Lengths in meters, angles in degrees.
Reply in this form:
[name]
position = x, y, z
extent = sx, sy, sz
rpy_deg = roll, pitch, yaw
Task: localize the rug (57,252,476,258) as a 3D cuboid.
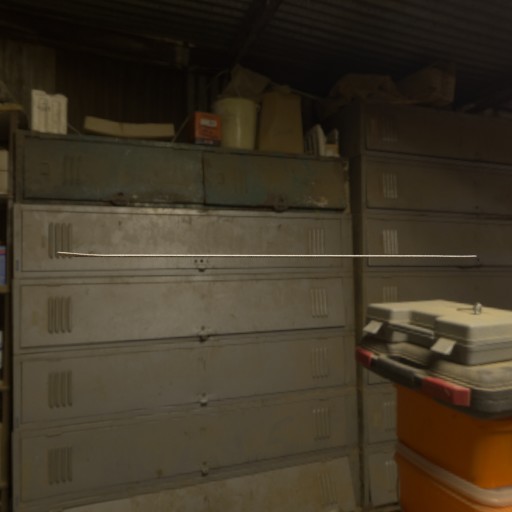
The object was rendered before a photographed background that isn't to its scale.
[rug]
position = 0.000, 0.000, 3.104
extent = 2.434, 0.023, 1.518
rpy_deg = 0, 0, -19
